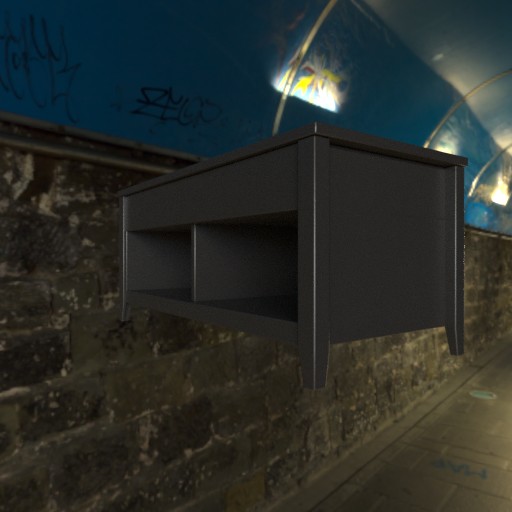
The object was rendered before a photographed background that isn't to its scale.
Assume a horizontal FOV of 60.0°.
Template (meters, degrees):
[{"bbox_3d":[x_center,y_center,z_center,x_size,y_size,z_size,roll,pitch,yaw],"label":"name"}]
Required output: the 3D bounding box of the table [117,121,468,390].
[{"bbox_3d":[0.000,0.000,1.299,0.483,0.457,1.016,0,0,-36],"label":"table"}]
